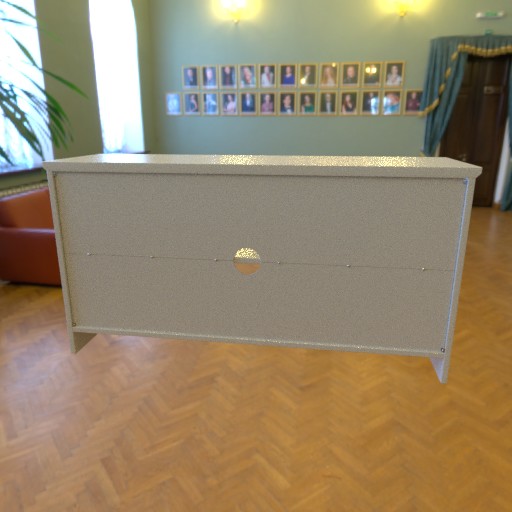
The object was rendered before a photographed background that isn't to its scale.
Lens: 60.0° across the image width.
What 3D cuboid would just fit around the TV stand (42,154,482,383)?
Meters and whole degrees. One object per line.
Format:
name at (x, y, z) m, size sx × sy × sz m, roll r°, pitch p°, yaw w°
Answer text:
TV stand at (0.000, 0.000, 1.411) m, size 1.167 × 0.603 × 0.344 m, roll 2°, pitch 17°, yaw 8°
